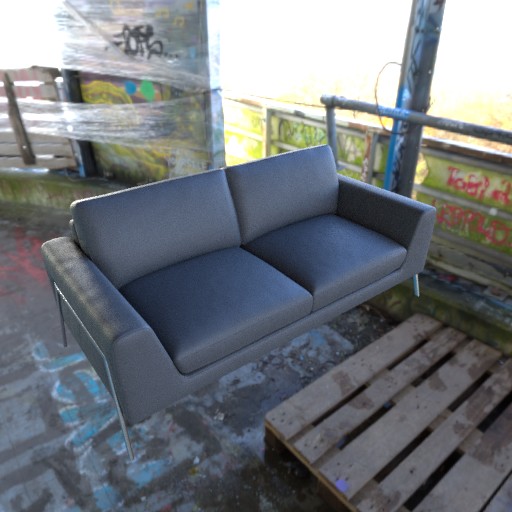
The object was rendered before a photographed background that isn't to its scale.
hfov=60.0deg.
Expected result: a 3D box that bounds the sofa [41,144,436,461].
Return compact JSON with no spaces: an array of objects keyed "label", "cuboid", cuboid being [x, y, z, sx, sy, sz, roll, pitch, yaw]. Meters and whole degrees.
[{"label":"sofa","cuboid":[0.000,0.000,2.490,2.017,0.875,0.953,-20,35,-32]}]
